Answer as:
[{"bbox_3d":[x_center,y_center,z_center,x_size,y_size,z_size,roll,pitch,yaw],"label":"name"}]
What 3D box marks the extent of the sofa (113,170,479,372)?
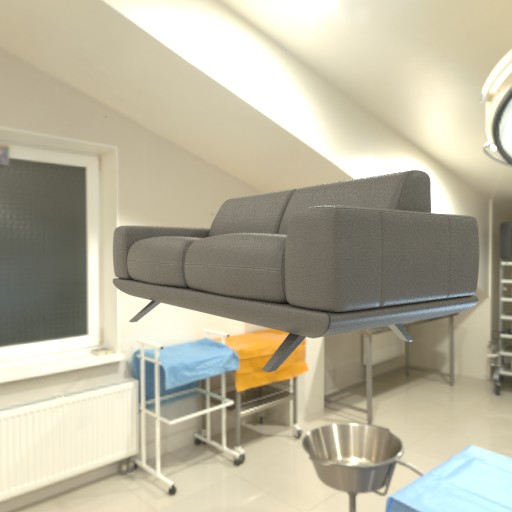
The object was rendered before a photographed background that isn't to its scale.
[{"bbox_3d":[0.000,0.000,2.302,0.900,0.772,1.901,-1,2,-37],"label":"sofa"}]
